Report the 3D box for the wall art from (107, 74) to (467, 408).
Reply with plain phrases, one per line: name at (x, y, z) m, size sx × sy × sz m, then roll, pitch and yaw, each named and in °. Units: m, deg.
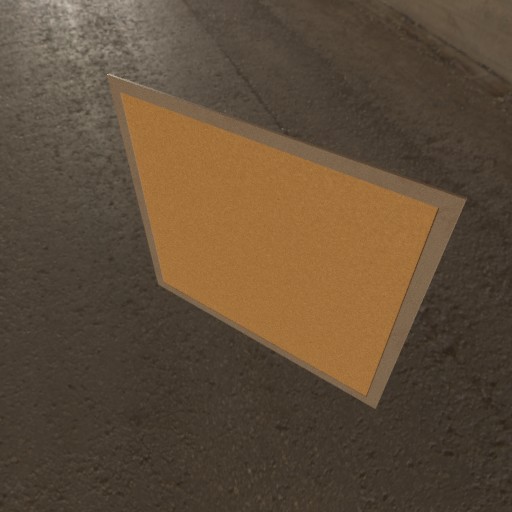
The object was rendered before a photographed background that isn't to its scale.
wall art at (0.000, 0.000, 1.626) m, size 1.168 × 1.067 × 0.025 m, roll 26°, pitch 51°, yaw 23°
